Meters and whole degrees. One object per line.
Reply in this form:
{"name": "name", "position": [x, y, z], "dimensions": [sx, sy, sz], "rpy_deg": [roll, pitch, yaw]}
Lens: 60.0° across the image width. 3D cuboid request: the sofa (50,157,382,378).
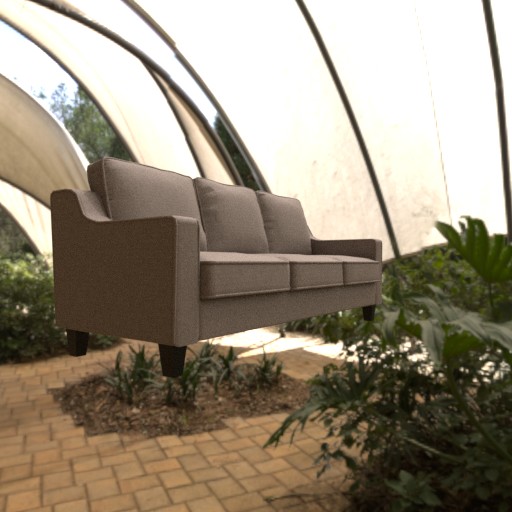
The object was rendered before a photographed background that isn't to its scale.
{"name": "sofa", "position": [0.000, 0.000, 2.710], "dimensions": [0.899, 0.950, 2.129], "rpy_deg": [-1, -1, 36]}
